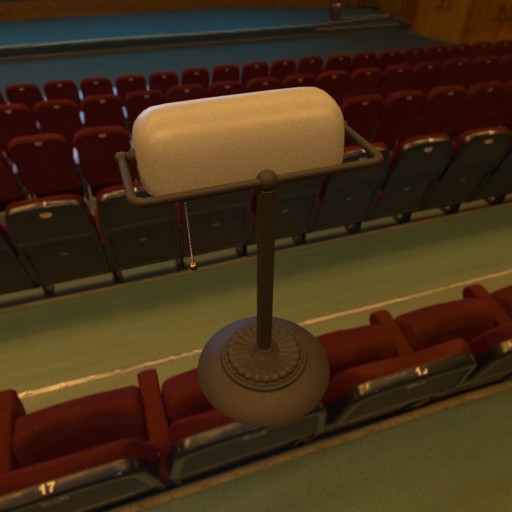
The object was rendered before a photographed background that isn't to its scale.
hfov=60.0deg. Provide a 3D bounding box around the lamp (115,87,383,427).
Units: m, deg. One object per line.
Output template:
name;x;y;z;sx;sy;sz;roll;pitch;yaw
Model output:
lamp;0.000;0.000;0.519;0.264;0.339;0.243;-12;41;-15
